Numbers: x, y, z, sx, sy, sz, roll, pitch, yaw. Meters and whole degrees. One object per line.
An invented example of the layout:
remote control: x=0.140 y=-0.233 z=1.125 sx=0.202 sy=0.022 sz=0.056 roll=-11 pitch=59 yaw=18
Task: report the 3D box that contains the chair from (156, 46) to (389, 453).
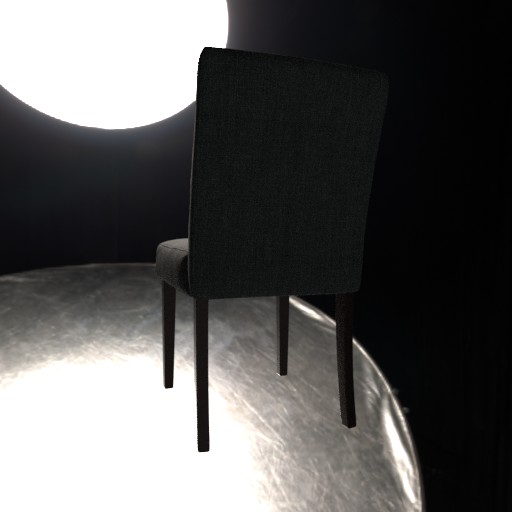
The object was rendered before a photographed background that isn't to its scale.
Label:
chair: x=0.000 y=0.000 z=1.242 sx=0.487 sy=0.884 sz=0.629 roll=-1 pitch=2 yaw=-20
